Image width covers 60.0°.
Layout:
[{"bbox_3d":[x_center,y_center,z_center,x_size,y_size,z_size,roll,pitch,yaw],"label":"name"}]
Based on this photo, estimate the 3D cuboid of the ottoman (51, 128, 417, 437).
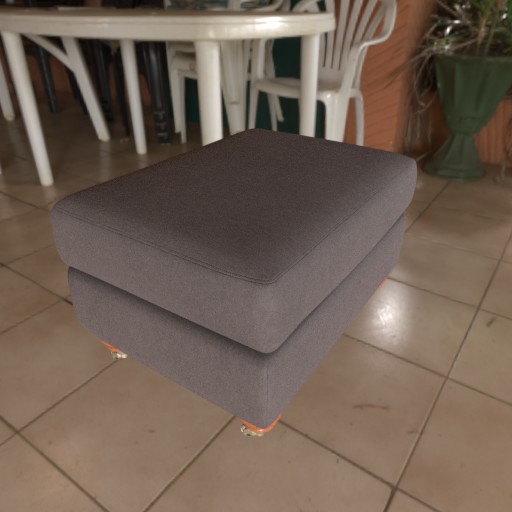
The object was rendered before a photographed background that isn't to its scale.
[{"bbox_3d":[0.000,0.000,1.149,0.574,0.497,0.773,19,35,29],"label":"ottoman"}]
